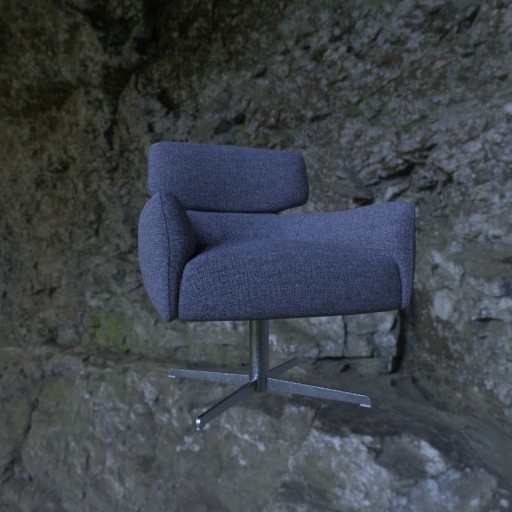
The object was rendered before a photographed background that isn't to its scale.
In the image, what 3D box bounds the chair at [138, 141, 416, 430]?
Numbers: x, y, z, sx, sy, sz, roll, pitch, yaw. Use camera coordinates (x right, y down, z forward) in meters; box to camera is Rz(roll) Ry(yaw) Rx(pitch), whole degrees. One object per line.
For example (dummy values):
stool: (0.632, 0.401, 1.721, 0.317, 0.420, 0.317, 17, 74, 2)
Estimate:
chair: (0.000, 0.000, 1.366, 0.706, 0.812, 0.715, 0, 1, -19)
